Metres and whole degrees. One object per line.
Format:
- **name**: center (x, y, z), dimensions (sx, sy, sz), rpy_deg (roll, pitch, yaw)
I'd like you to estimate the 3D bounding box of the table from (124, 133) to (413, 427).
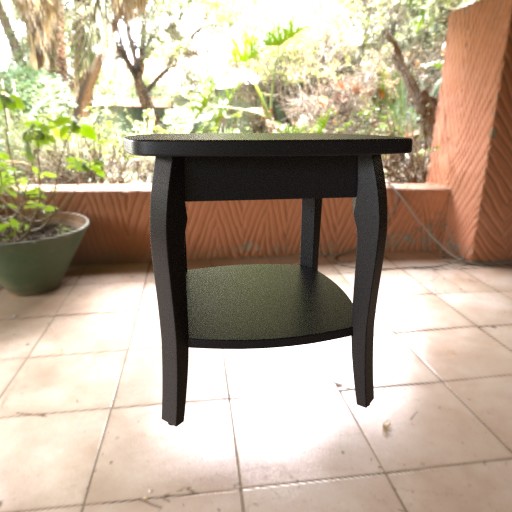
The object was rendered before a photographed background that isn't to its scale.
- **table**: center (0.000, 0.000, 0.871), dimensions (0.457, 0.457, 0.508), rpy_deg (-3, 17, -9)
